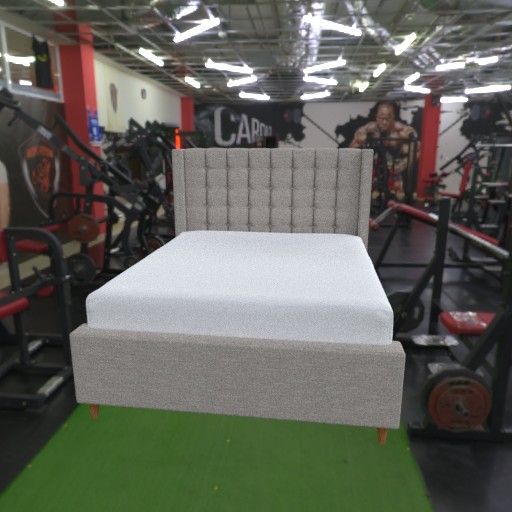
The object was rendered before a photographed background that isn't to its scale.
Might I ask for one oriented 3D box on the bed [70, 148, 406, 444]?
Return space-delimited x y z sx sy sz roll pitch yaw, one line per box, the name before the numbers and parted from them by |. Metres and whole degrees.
bed | 0.000 0.000 3.716 2.044 1.748 2.372 2 14 8
